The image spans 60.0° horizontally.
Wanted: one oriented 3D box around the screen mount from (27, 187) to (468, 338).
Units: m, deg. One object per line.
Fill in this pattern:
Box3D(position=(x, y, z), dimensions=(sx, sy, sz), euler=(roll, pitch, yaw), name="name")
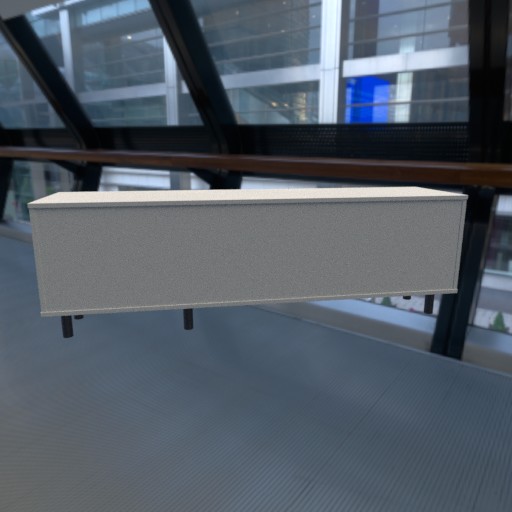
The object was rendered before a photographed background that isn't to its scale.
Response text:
Box3D(position=(0.000, 0.000, 1.852), dimensions=(1.600, 0.520, 0.418), euler=(-2, 14, -9), name="screen mount")
